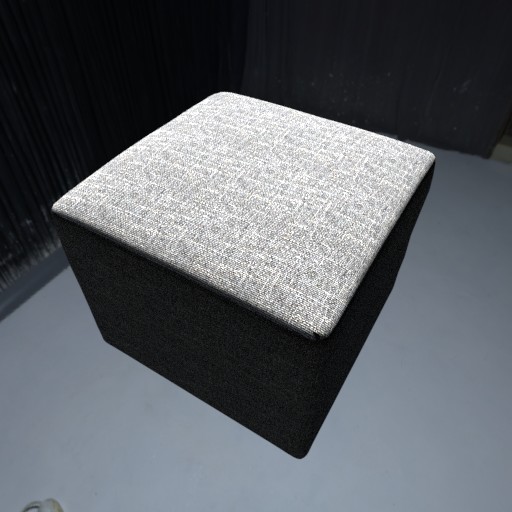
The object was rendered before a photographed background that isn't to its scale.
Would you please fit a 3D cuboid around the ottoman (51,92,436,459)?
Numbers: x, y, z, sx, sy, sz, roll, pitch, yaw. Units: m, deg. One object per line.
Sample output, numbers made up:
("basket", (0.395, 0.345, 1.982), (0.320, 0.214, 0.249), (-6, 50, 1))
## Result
("ottoman", (0.000, 0.000, 0.921), (0.521, 0.453, 0.512), (24, 51, 21))
